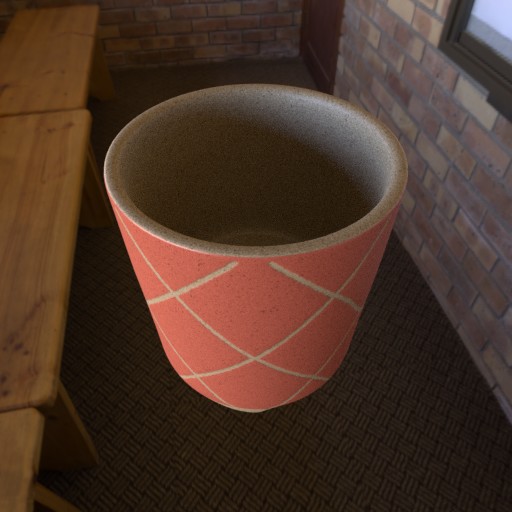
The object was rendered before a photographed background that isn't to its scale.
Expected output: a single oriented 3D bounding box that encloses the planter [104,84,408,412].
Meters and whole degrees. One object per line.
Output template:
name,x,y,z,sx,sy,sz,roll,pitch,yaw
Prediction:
planter,0.000,0.000,0.423,0.227,0.235,0.227,0,46,0
